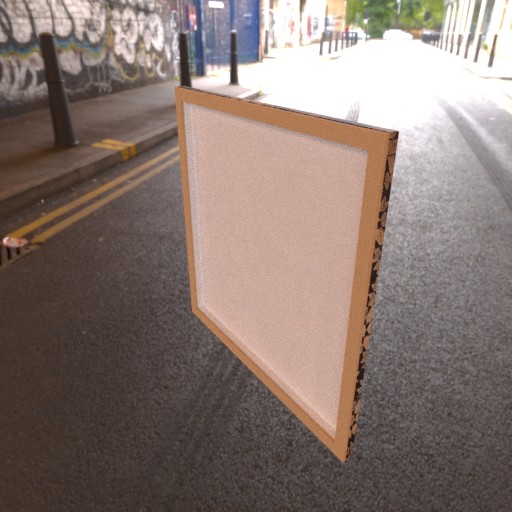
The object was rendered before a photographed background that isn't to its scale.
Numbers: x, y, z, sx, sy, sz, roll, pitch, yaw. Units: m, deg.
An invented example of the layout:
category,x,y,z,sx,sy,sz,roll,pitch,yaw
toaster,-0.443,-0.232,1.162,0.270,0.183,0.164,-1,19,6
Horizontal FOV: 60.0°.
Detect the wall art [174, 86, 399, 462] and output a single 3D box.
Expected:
category,x,y,z,sx,sy,sz,roll,pitch,yaw
wall art,0.000,0.000,1.382,0.038,0.914,0.914,-18,32,-31
